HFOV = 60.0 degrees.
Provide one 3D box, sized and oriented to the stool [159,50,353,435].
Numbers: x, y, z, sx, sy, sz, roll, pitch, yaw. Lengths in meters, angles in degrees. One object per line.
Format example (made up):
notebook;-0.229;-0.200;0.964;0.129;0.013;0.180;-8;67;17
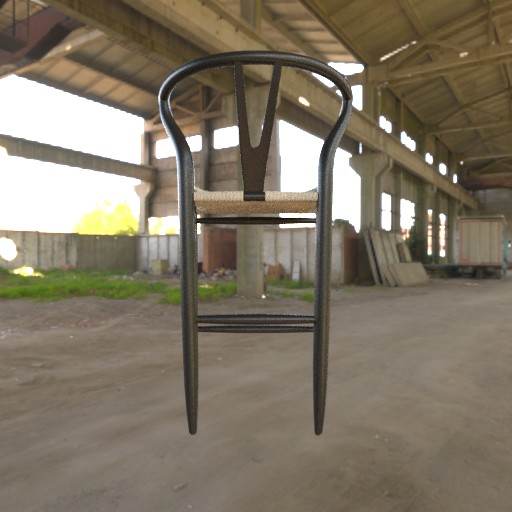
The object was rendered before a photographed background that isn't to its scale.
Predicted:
stool;0.000;0.000;1.322;0.569;0.970;0.579;0;1;0
